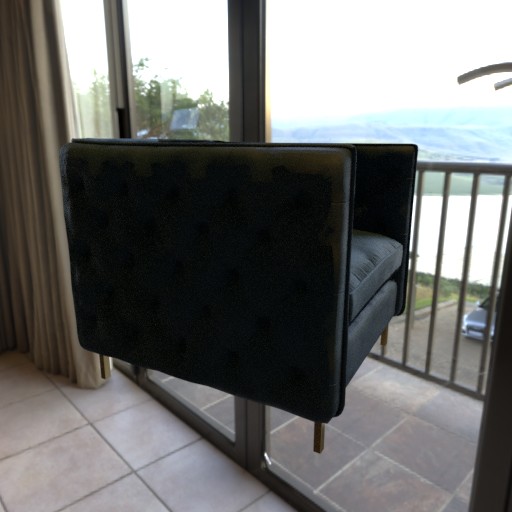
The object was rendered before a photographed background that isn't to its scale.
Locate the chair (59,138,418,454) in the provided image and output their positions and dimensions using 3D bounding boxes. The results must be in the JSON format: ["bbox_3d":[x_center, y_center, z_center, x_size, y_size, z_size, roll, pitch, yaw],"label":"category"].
[{"bbox_3d":[0.000,0.000,1.499,0.877,0.771,0.868,8,16,28],"label":"chair"}]
